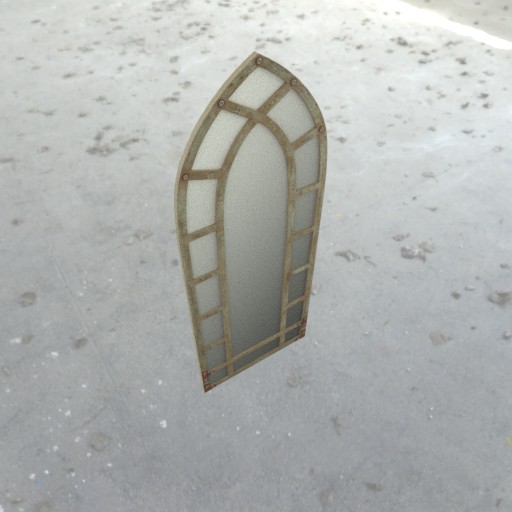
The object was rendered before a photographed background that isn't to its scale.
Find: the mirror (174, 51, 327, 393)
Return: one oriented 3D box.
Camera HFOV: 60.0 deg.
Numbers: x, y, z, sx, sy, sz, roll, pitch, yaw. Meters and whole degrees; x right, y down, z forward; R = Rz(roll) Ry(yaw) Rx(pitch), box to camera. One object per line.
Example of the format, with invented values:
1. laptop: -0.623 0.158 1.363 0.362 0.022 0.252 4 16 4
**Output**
1. mirror: 0.000 0.000 1.314 0.464 1.175 0.025 -25 50 -22
